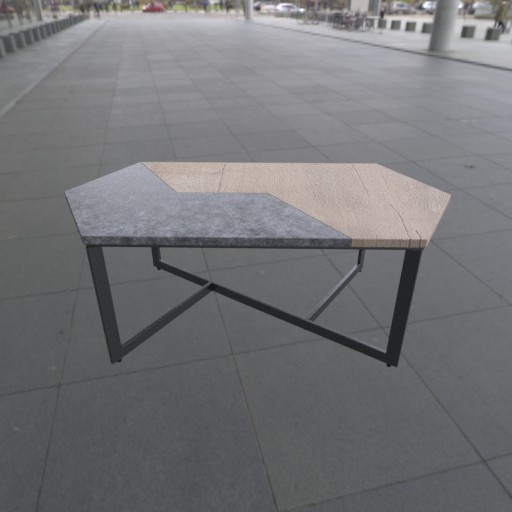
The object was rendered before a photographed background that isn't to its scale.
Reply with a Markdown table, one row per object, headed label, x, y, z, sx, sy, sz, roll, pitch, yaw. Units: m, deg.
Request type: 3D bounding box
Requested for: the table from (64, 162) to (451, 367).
| label | x | y | z | sx | sy | sz | roll | pitch | yaw |
| --- | --- | --- | --- | --- | --- | --- | --- | --- | --- |
| table | 0.000 | 0.000 | 1.510 | 1.219 | 0.457 | 0.609 | 1 | 30 | 1 |
